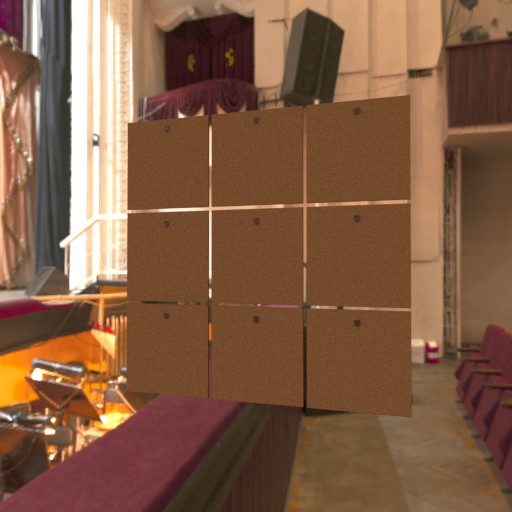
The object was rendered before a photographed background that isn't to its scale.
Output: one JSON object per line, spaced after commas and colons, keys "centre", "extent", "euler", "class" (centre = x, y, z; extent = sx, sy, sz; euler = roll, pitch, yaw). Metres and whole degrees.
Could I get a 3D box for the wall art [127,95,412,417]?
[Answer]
{"centre": [0.000, 0.000, 2.322], "extent": [1.533, 1.532, 0.019], "euler": [0, -1, 16], "class": "wall art"}
